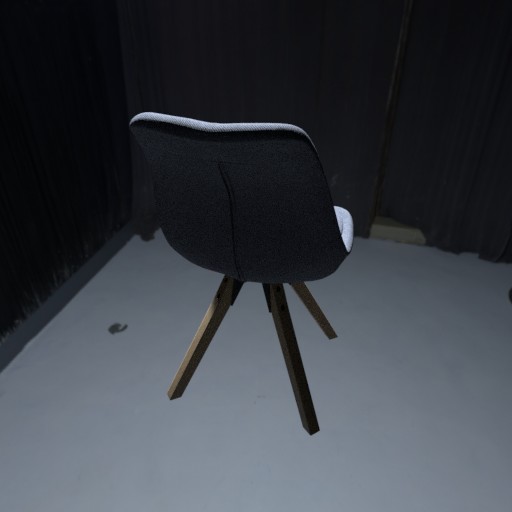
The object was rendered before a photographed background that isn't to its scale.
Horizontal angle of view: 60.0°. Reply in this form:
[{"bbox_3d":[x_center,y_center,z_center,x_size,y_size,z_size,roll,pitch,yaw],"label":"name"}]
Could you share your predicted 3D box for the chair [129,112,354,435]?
[{"bbox_3d":[0.000,0.000,1.169,0.485,0.850,0.550,9,34,14],"label":"chair"}]
